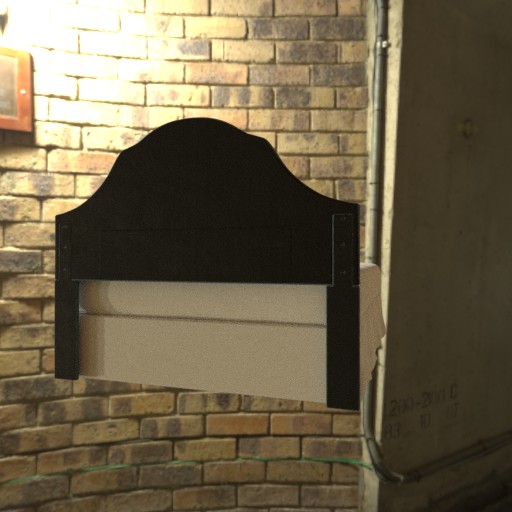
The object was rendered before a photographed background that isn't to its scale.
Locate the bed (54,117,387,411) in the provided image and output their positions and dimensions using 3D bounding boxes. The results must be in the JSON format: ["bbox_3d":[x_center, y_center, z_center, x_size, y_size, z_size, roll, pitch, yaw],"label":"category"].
[{"bbox_3d":[0.000,0.000,3.763,2.039,1.617,2.477,0,0,19],"label":"bed"}]
